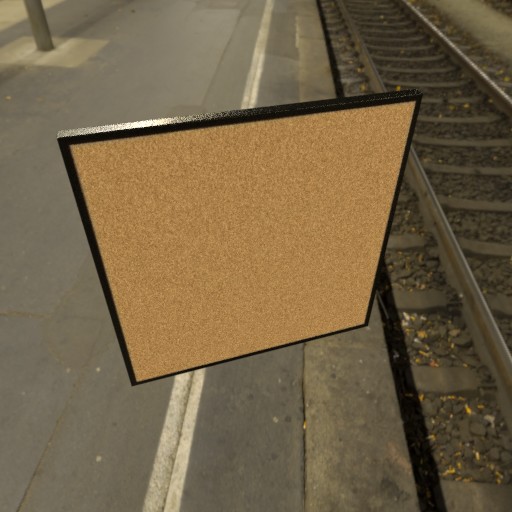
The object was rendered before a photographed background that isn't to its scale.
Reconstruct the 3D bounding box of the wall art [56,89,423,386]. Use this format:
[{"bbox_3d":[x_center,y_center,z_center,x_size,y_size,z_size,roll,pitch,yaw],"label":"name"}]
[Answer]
[{"bbox_3d":[0.000,0.000,0.522,0.349,0.349,0.014,-11,41,-14],"label":"wall art"}]
